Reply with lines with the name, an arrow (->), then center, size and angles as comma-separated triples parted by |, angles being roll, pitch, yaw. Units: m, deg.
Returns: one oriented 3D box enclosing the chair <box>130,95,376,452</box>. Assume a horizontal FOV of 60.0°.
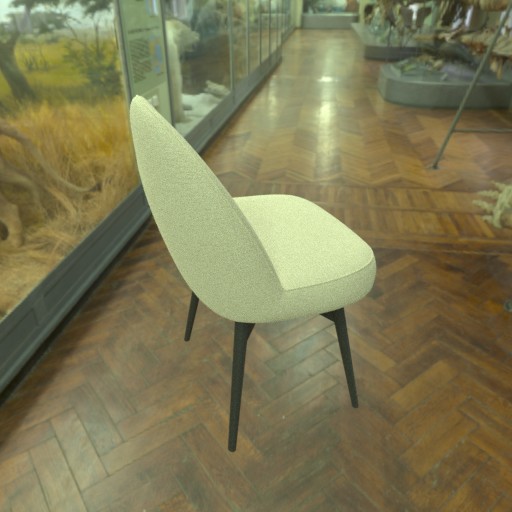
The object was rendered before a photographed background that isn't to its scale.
chair -> 0.000, 0.000, 1.171 | 0.540, 0.838, 0.532 | -12, 32, -19
